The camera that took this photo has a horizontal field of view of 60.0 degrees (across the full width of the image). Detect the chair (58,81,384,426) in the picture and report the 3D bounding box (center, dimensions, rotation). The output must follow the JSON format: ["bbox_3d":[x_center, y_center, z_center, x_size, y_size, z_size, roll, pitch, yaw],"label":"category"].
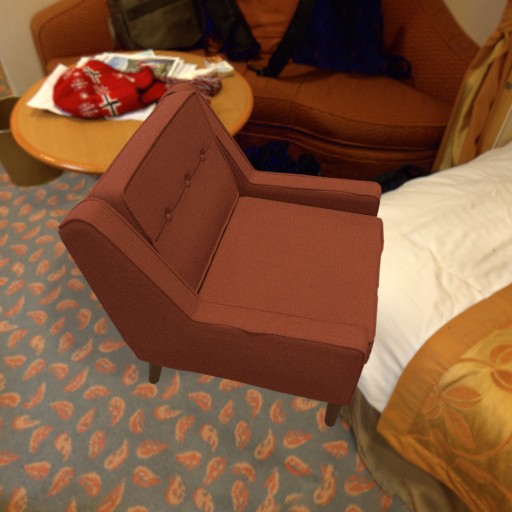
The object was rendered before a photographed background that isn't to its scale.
[{"bbox_3d":[0.000,0.000,1.391,0.770,0.812,0.680,10,48,9],"label":"chair"}]
